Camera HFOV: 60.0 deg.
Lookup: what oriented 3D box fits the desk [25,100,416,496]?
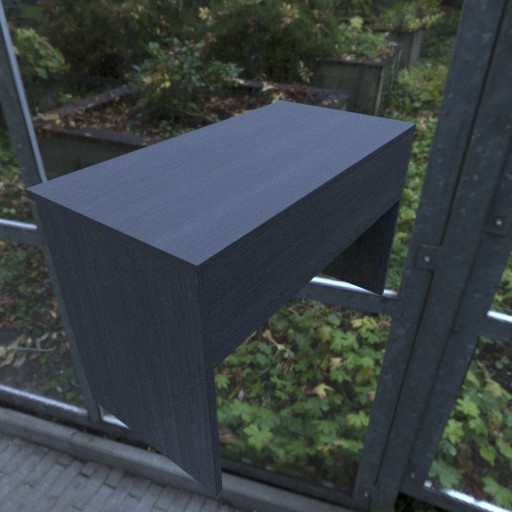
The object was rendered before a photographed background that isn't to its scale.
[{"bbox_3d":[0.000,0.000,1.485,0.557,0.729,1.099,22,38,30],"label":"desk"}]
